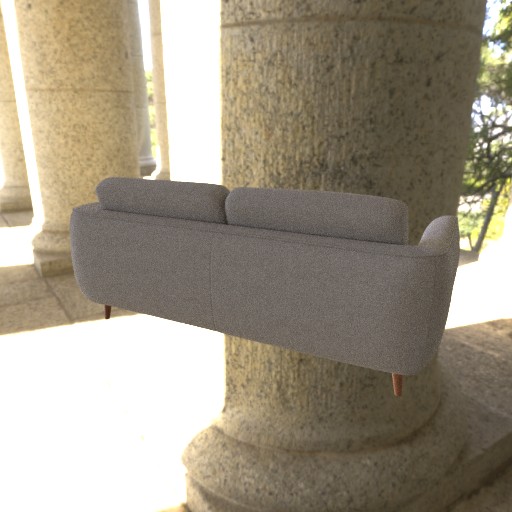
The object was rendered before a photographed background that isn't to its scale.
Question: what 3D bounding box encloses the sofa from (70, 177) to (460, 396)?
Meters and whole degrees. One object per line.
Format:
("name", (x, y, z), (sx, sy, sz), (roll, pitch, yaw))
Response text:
("sofa", (0.000, 0.000, 2.427), (2.000, 0.850, 0.920), (9, 19, 26))
